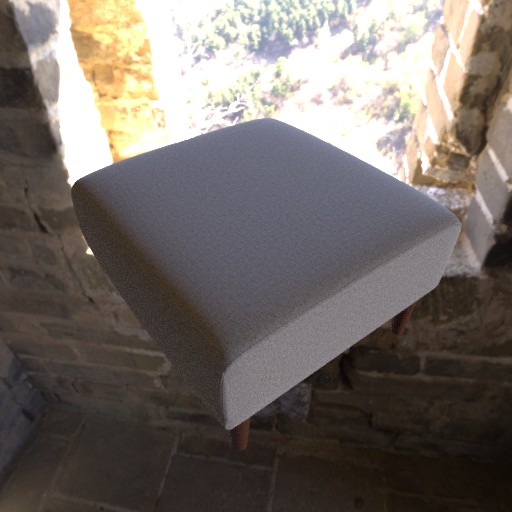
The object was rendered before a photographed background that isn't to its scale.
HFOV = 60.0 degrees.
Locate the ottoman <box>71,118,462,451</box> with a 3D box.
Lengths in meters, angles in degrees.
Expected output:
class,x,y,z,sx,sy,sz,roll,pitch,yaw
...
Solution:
class,x,y,z,sx,sy,sz,roll,pitch,yaw
ottoman,0.000,0.000,1.083,0.648,0.399,0.655,-26,47,-27
